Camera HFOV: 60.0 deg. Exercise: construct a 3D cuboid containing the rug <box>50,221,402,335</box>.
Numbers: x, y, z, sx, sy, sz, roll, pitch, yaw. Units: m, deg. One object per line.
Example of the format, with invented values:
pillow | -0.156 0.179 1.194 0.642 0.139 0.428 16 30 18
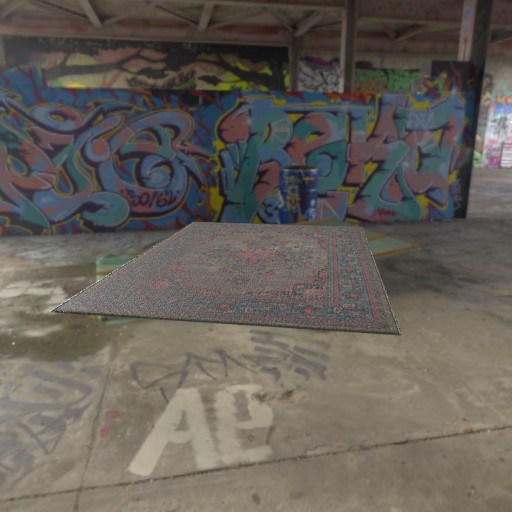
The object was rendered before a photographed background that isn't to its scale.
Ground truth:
rug | 0.000 0.000 3.839 2.005 0.013 2.890 2 15 9
